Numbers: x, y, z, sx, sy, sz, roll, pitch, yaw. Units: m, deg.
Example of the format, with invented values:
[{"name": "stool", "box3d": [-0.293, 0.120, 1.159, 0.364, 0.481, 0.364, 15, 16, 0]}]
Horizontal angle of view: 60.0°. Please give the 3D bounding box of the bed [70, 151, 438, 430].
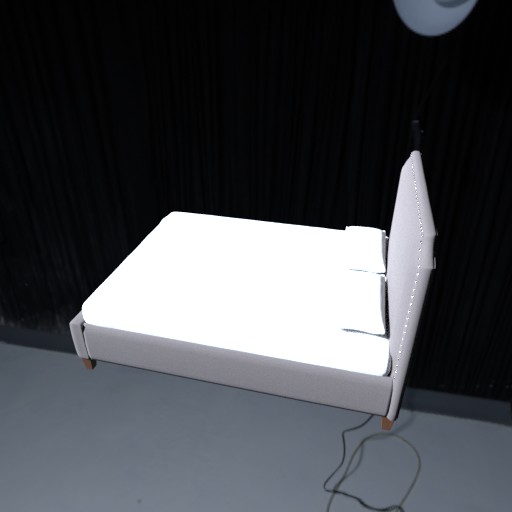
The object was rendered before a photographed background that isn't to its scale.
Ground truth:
[{"name": "bed", "box3d": [0.000, 0.000, 3.504, 2.372, 1.443, 1.713, 8, 32, 12]}]
